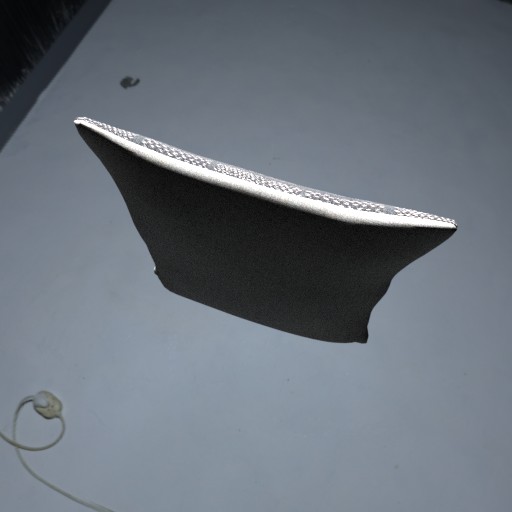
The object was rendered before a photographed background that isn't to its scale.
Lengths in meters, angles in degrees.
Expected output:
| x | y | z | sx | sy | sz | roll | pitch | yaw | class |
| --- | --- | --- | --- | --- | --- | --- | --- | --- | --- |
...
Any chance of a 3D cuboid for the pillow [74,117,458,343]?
| x | y | z | sx | sy | sz | roll | pitch | yaw | class |
| --- | --- | --- | --- | --- | --- | --- | --- | --- | --- |
| 0.000 | 0.000 | 0.665 | 0.435 | 0.432 | 0.138 | 17 | 64 | 9 | pillow |
